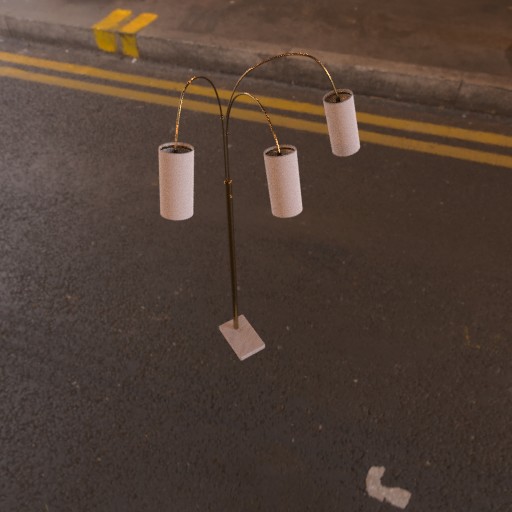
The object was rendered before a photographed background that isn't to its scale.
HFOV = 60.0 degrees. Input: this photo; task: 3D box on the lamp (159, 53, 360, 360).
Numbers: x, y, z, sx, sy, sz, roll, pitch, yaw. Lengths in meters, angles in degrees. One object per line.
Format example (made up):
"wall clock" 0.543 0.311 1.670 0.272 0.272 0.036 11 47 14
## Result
"lamp" 0.000 0.000 2.454 1.020 2.055 0.667 -24 51 -22
